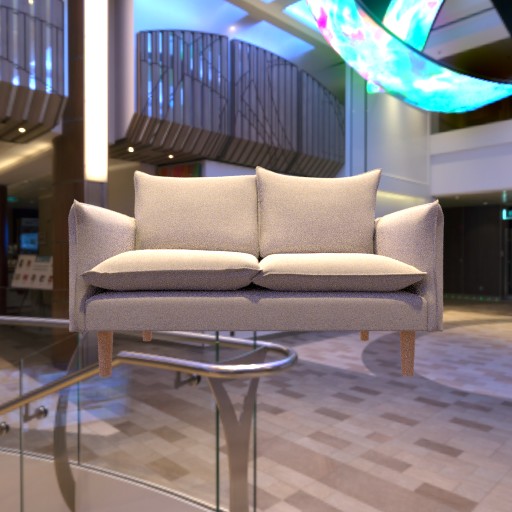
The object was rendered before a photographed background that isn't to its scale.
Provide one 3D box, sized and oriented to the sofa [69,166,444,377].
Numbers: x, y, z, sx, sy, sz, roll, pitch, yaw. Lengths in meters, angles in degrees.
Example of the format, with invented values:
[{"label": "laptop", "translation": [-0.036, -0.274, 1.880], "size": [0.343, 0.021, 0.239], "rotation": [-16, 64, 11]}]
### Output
[{"label": "sofa", "translation": [0.000, 0.000, 1.862], "size": [1.300, 0.840, 0.820], "rotation": [0, 1, 0]}]
